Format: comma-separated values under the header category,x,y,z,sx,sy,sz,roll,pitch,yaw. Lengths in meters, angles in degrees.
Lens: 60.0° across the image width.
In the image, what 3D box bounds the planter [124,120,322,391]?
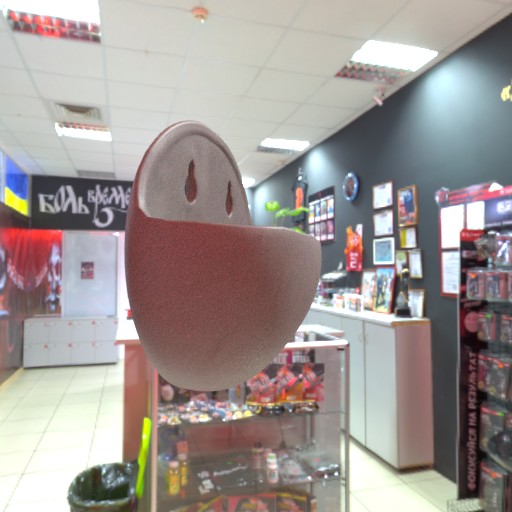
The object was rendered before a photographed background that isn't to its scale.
category,x,y,z,sx,sy,sz,roll,pitch,yaw
planter,0.000,0.000,0.275,0.073,0.164,0.190,-1,-2,17
